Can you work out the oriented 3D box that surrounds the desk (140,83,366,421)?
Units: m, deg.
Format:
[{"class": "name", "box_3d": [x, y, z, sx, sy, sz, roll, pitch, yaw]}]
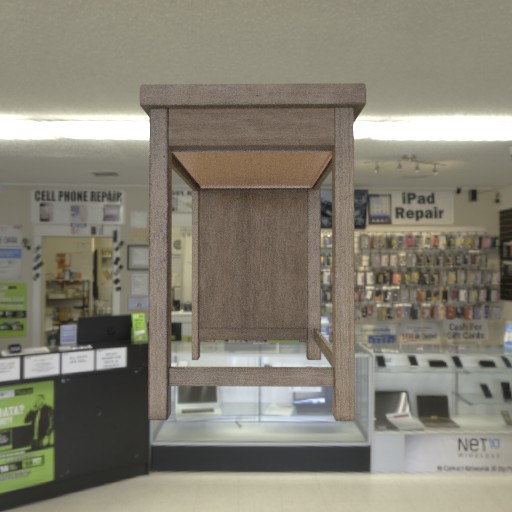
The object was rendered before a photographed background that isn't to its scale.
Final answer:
[{"class": "desk", "box_3d": [0.000, 0.000, 1.829, 0.610, 0.912, 1.289, 0, -1, 1]}]
